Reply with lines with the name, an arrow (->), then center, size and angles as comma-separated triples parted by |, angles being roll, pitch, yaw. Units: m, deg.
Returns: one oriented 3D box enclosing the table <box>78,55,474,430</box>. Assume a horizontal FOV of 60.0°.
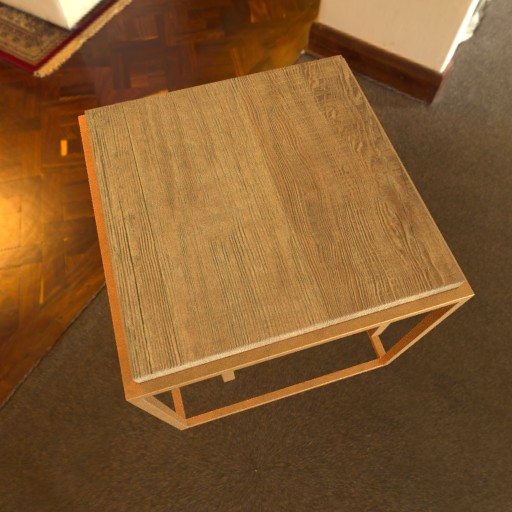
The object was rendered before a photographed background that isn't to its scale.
table -> 0.000, 0.000, 1.079 | 0.599, 0.584, 0.599 | -15, 65, -7
